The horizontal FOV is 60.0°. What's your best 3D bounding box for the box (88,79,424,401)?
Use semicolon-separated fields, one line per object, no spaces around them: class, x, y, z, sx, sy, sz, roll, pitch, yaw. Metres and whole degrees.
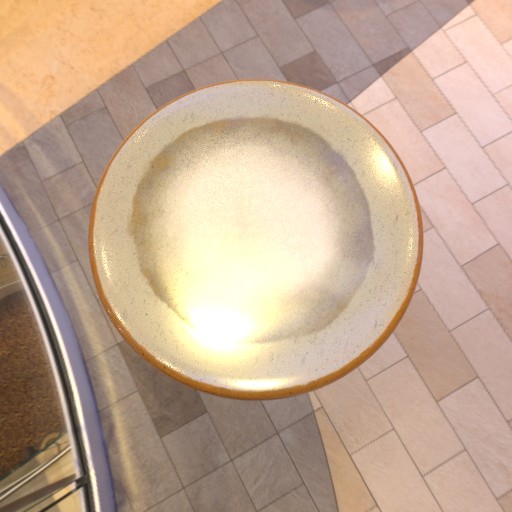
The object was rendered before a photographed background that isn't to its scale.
box;0.000;0.000;0.206;0.123;0.100;0.123;0;76;0
